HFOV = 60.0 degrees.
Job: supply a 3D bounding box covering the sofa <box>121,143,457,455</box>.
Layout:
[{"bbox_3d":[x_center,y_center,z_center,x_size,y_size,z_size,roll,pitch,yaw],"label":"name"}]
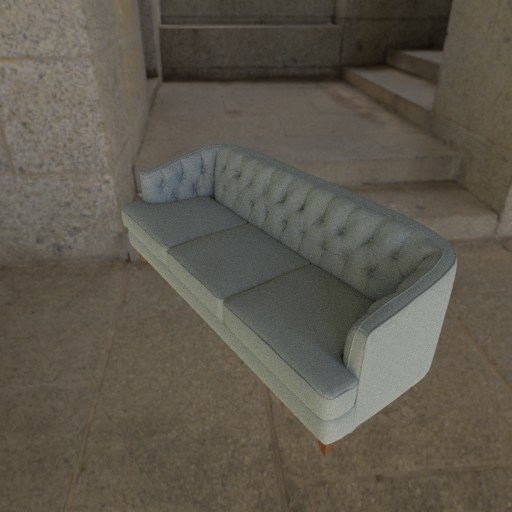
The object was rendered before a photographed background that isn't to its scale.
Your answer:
[{"bbox_3d":[0.000,0.000,2.762,0.941,0.855,2.278,-20,36,-30],"label":"sofa"}]
